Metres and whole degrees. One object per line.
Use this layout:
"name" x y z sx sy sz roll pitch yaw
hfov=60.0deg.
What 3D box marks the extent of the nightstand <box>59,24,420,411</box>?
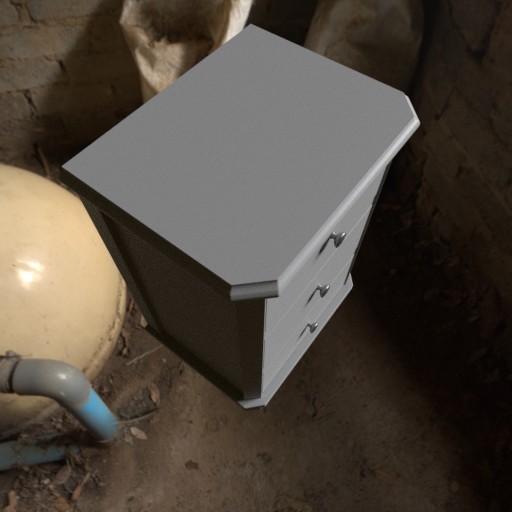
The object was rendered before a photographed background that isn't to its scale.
"nightstand" 0.000 0.000 0.934 0.350 0.680 0.450 33 64 18
